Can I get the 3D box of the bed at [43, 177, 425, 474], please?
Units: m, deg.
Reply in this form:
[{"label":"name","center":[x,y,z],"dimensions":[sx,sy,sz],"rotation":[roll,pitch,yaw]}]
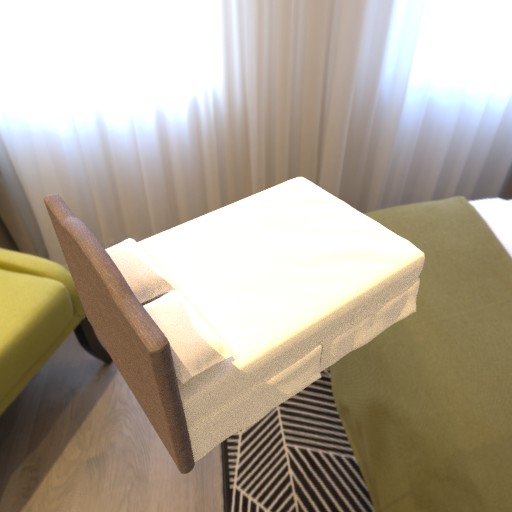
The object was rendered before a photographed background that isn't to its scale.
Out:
[{"label":"bed","center":[0.000,0.000,3.573],"dimensions":[2.507,1.441,1.741],"rotation":[-26,47,-27]}]
